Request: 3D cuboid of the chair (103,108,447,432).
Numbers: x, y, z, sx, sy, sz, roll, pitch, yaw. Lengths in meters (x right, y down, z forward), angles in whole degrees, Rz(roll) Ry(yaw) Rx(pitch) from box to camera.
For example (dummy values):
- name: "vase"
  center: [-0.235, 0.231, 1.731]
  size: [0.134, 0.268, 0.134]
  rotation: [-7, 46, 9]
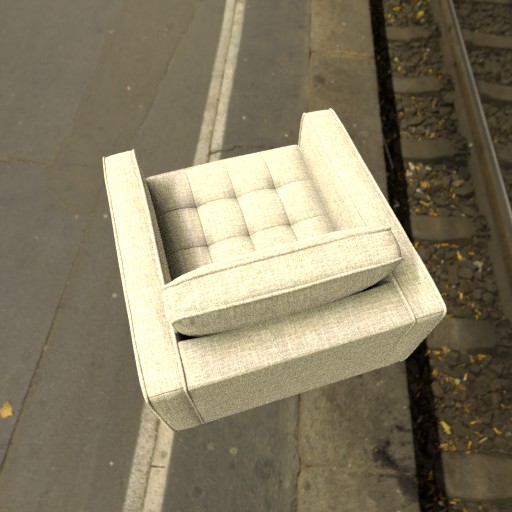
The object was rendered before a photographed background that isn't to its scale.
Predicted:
- name: "chair"
  center: [0.000, 0.000, 1.572]
  size: [0.889, 0.765, 0.914]
  rotation: [-15, 60, -9]
